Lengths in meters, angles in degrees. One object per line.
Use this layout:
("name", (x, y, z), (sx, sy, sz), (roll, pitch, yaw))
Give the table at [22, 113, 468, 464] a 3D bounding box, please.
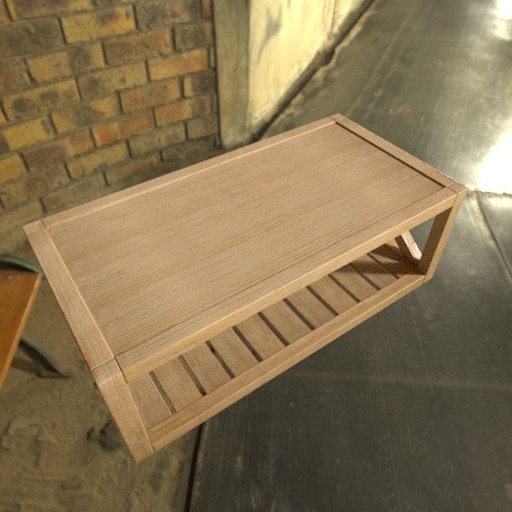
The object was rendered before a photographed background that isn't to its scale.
("table", (0.000, 0.000, 1.599), (1.321, 0.457, 0.660), (-26, 50, -24))
